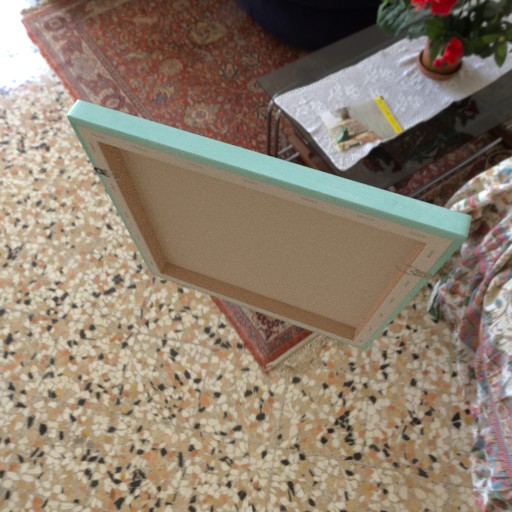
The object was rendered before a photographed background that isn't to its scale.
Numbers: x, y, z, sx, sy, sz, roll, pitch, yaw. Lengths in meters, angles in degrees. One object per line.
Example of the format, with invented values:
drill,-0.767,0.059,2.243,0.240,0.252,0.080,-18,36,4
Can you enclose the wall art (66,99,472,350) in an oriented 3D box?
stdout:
wall art,0.000,0.000,1.144,0.765,0.766,0.054,18,66,9
